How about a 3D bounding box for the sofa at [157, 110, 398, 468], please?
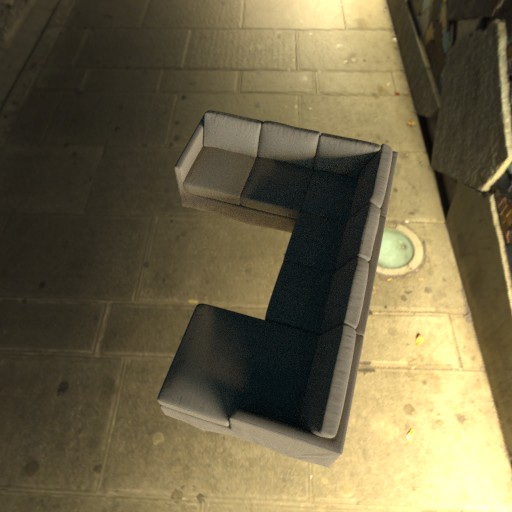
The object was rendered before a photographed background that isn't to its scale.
[{"bbox_3d":[0.000,0.000,4.667,2.427,0.882,3.460,14,58,9],"label":"sofa"}]
